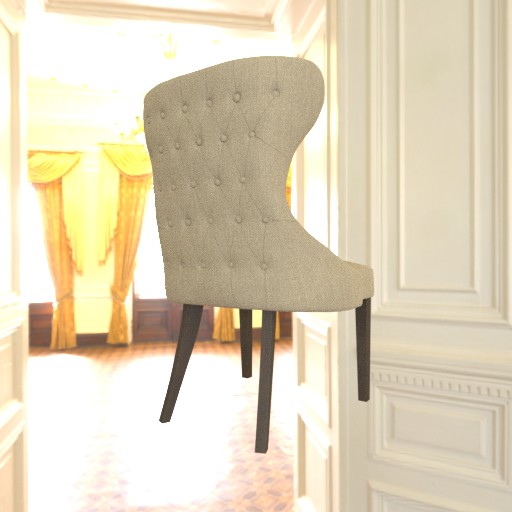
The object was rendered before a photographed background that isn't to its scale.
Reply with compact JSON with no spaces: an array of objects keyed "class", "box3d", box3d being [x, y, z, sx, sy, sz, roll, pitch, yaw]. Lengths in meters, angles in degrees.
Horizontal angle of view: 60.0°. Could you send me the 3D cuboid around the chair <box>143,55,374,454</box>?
[{"class":"chair","box3d":[0.000,0.000,1.378,0.628,0.967,0.635,0,0,34]}]
